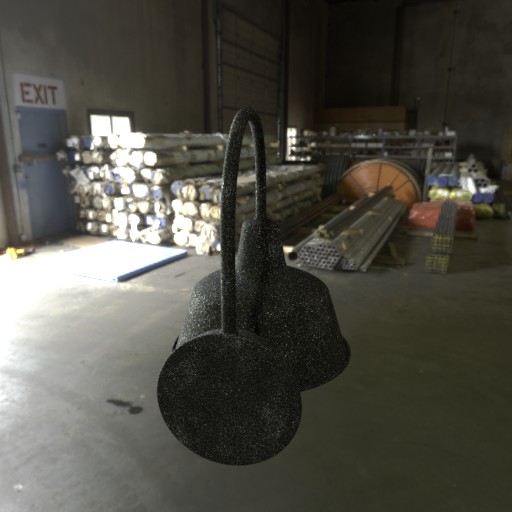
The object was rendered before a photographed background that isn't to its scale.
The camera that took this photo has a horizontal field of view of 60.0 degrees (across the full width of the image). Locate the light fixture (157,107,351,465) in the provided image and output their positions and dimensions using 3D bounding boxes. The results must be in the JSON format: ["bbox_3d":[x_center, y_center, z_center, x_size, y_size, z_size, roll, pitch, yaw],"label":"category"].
[{"bbox_3d":[0.000,0.000,0.478,0.216,0.300,0.283,3,15,9],"label":"light fixture"}]
